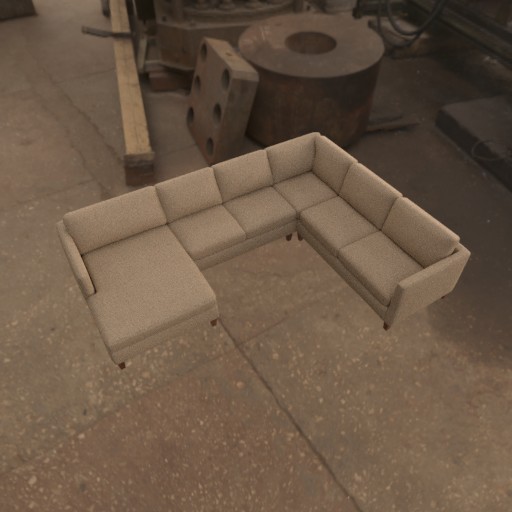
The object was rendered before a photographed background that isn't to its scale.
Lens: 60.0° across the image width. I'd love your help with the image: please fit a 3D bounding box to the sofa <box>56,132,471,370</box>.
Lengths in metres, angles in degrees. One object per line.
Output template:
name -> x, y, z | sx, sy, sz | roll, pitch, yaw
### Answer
sofa -> 0.000, 0.000, 4.609 | 3.403, 0.889, 2.551 | -23, 50, -21
